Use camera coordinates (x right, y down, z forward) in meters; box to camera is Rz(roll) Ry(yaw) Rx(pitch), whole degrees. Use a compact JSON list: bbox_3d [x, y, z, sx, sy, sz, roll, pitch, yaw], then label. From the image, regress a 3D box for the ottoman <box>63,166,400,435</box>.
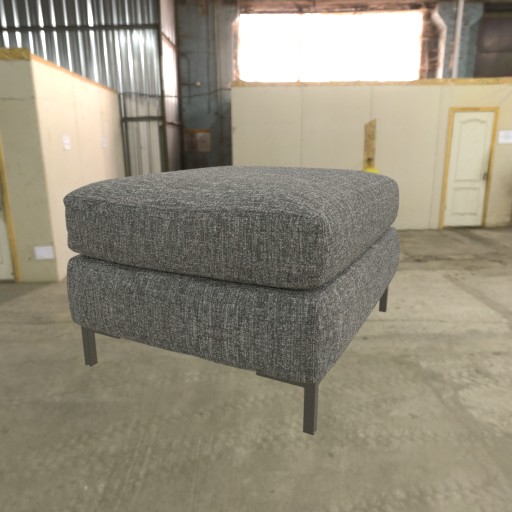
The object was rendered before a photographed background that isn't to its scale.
[{"bbox_3d":[0.000,0.000,1.251,0.683,0.480,0.828,7,17,26],"label":"ottoman"}]
